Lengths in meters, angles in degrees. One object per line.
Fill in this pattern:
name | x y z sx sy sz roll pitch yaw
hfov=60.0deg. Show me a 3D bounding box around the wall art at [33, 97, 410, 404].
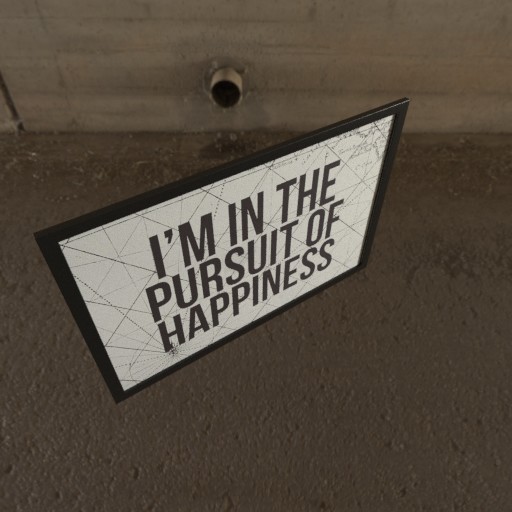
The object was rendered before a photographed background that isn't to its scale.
wall art | 0.000 0.000 1.035 0.819 0.552 0.015 -25 51 -23
